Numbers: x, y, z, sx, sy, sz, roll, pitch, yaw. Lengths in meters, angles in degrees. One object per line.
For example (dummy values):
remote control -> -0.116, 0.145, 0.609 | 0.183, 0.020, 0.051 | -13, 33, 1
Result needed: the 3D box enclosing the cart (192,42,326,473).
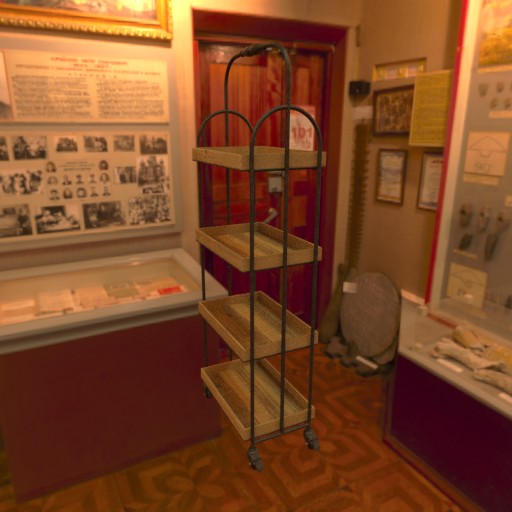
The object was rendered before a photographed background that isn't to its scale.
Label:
cart -> 0.000, 0.000, 1.692 | 0.308, 1.481, 0.581 | -8, 18, -25
